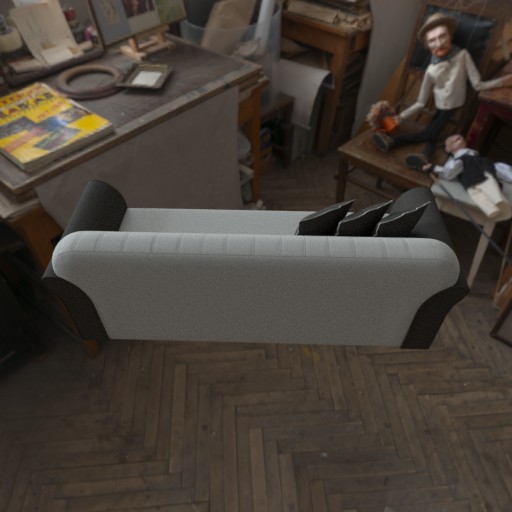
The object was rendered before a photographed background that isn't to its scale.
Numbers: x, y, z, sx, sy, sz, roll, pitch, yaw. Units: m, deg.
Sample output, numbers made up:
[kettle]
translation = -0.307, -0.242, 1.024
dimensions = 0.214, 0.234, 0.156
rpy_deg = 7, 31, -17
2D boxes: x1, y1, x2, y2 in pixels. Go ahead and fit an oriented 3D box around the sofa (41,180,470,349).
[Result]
[sofa]
translation = 0.000, 0.000, 2.459
dimensions = 2.001, 0.787, 0.755
rpy_deg = 1, 46, 1
